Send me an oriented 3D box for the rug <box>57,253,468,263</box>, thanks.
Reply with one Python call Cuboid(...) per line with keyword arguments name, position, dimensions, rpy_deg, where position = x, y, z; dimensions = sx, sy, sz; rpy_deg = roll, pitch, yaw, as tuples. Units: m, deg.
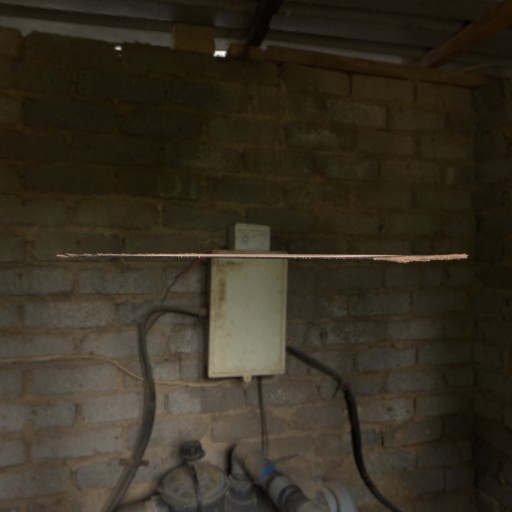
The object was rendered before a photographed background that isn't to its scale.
Cuboid(name="rug", position=(0.000, 0.000, 2.512), dimensions=(2.021, 0.027, 1.224), rpy_deg=(0, 1, 35))
